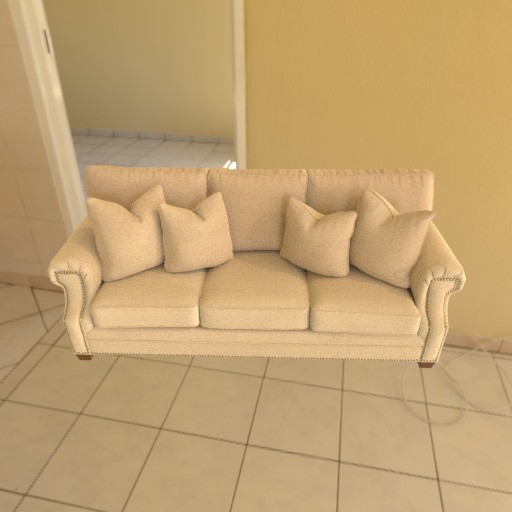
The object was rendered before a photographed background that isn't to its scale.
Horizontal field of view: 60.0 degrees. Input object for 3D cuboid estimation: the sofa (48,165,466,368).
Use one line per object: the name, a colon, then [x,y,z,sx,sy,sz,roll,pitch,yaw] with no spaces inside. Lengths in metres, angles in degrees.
sofa: [0.000,0.000,2.772,2.312,0.975,0.965,1,31,2]
